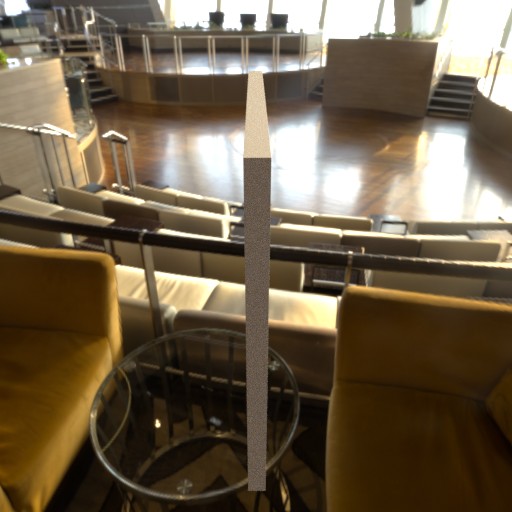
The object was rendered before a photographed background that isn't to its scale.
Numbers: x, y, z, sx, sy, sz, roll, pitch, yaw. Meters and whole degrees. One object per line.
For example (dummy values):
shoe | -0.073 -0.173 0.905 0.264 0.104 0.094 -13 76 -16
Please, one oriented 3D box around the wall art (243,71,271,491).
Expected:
wall art | 0.000 0.000 1.118 0.038 0.762 0.762 0 31 0
